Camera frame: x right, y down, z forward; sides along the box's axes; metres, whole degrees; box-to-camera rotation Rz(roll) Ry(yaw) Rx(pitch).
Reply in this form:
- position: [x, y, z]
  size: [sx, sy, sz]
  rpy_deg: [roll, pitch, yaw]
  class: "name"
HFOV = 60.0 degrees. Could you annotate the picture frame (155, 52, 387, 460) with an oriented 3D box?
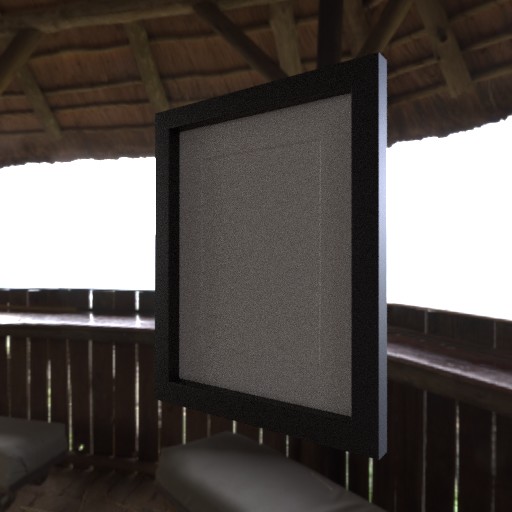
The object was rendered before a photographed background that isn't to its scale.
- position: [0.000, 0.000, 0.518]
  size: [0.307, 0.383, 0.036]
  rpy_deg: [0, 0, 35]
  class: "picture frame"
